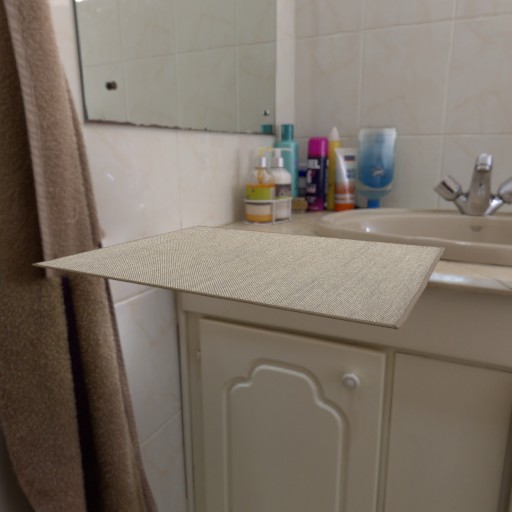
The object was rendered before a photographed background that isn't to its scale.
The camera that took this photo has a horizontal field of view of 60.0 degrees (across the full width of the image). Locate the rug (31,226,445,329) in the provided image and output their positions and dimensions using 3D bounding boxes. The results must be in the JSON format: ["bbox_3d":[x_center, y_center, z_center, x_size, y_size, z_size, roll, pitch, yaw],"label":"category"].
[{"bbox_3d":[0.000,0.000,4.085,3.041,0.020,2.413,7,14,27],"label":"rug"}]
